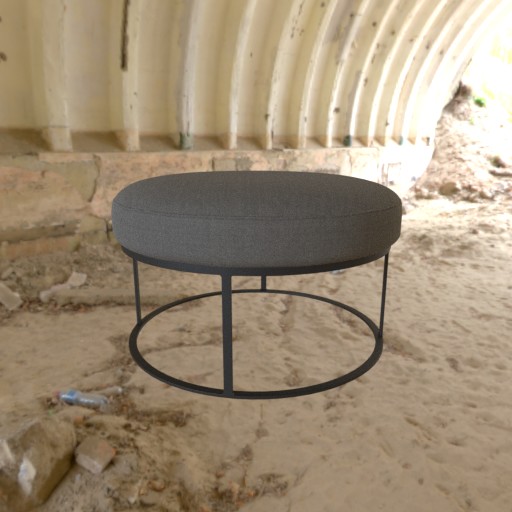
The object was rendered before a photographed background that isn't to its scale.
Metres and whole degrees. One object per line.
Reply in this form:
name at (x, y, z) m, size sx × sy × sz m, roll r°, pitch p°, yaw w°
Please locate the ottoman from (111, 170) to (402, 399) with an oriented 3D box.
ottoman at (0.000, 0.000, 1.263) m, size 0.772 × 0.460 × 0.772 m, roll 0°, pitch 14°, yaw 0°
